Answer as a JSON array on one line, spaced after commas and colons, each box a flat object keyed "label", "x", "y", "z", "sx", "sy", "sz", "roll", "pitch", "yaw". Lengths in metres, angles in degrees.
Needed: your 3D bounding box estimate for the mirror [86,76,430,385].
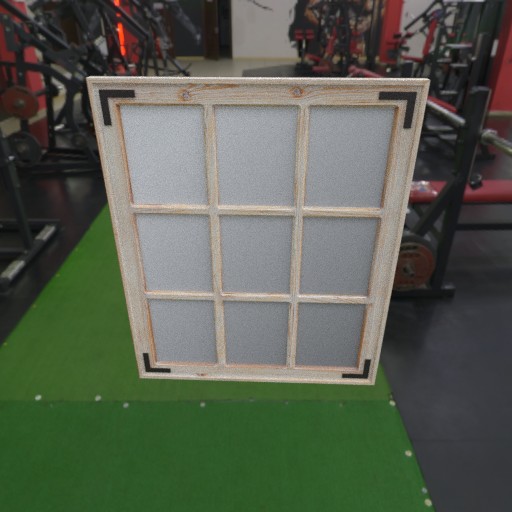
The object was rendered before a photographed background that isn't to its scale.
[{"label": "mirror", "x": 0.000, "y": 0.000, "z": 1.172, "sx": 0.730, "sy": 0.882, "sz": 0.032, "roll": 1, "pitch": 30, "yaw": 2}]
